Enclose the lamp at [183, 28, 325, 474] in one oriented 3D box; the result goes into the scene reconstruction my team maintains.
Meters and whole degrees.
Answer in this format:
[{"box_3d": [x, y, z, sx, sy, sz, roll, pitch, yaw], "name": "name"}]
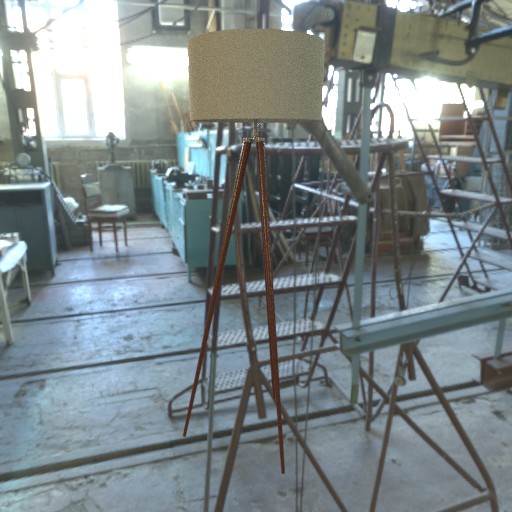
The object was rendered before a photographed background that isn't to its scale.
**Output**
[{"box_3d": [0.000, 0.000, 1.773, 0.483, 1.553, 0.483, 8, 17, 26], "name": "lamp"}]
